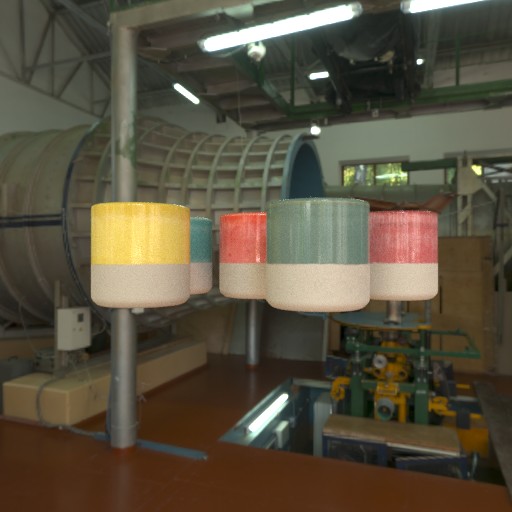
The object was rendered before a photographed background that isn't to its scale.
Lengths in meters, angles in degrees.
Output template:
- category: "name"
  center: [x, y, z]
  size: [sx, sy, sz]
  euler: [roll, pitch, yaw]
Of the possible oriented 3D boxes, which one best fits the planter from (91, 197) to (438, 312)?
- category: "planter"
  center: [0.000, 0.000, 0.404]
  size: [0.286, 0.075, 0.257]
  euler: [0, 0, -35]
